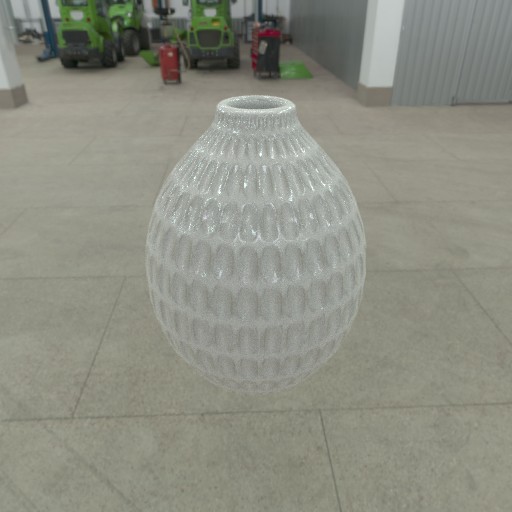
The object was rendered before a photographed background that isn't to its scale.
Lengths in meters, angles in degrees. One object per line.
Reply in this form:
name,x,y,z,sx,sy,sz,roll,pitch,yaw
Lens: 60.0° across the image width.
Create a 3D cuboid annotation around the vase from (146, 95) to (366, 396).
vase,0.000,0.000,0.333,0.162,0.223,0.162,0,30,0
